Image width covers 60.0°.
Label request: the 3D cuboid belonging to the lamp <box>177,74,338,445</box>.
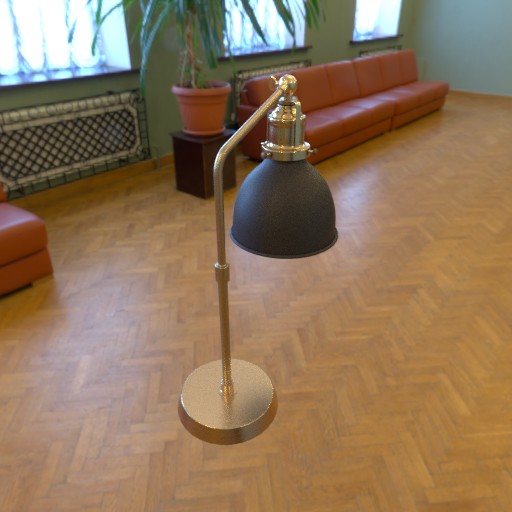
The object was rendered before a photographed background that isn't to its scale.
[{"bbox_3d":[0.000,0.000,0.615,0.160,0.456,0.291,21,36,32],"label":"lamp"}]
